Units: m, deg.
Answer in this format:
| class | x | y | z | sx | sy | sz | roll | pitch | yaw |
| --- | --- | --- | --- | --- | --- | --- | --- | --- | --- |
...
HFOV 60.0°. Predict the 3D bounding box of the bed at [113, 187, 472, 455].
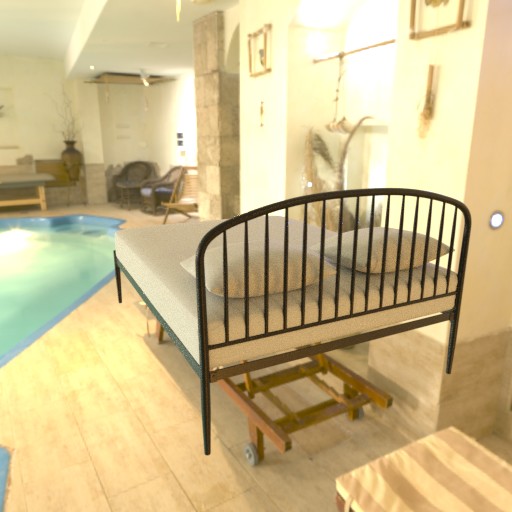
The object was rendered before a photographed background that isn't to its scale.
| class | x | y | z | sx | sy | sz | roll | pitch | yaw |
| --- | --- | --- | --- | --- | --- | --- | --- | --- | --- |
| bed | 0.000 | 0.000 | 3.132 | 1.618 | 1.166 | 2.159 | -8 | 17 | -26 |
